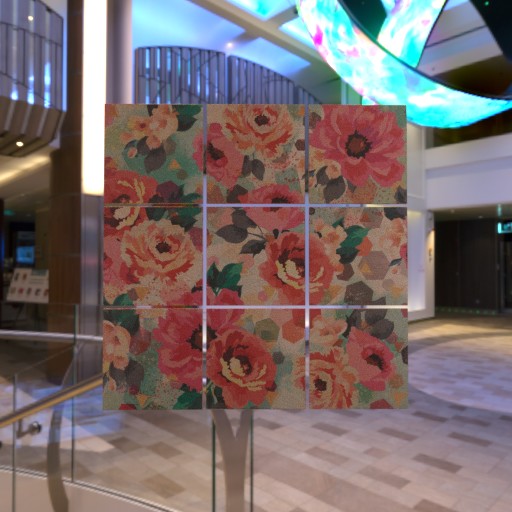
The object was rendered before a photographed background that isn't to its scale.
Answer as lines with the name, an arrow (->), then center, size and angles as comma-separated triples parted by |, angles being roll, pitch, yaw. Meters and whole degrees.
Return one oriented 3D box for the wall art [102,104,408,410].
wall art -> 0.000, 0.000, 1.779 | 1.216, 1.220, 0.013 | 0, -1, -1
